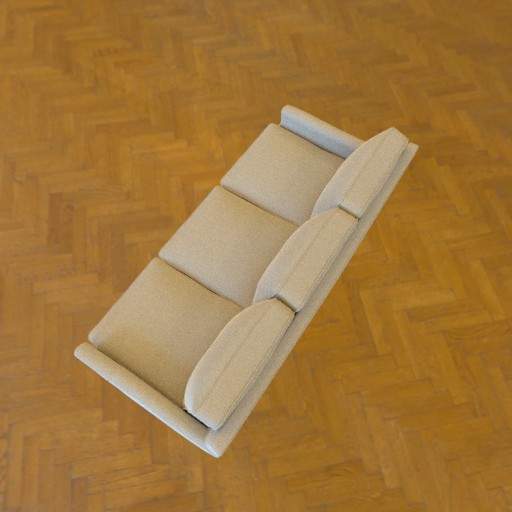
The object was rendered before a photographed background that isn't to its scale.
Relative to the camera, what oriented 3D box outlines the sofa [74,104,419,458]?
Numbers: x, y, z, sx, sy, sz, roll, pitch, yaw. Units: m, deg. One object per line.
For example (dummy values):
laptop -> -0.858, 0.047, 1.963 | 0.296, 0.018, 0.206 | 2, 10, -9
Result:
sofa -> 0.000, 0.000, 2.847 | 1.084, 1.003, 2.246 | 31, 67, 14
